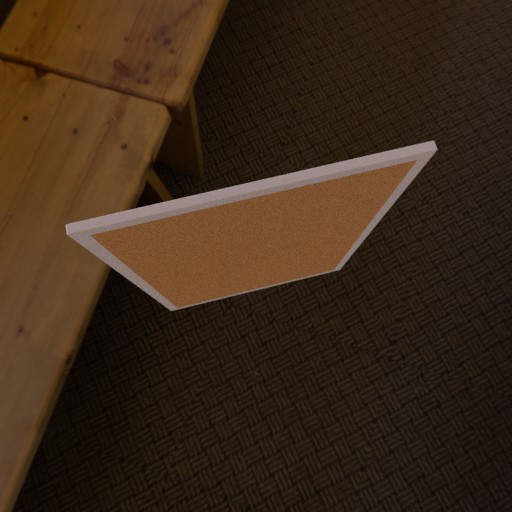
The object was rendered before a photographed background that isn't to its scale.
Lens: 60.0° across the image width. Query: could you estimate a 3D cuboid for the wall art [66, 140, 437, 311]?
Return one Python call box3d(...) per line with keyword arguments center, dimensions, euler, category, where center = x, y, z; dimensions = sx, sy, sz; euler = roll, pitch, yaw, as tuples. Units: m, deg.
box3d(center=(0.000, 0.000, 0.848), dimensions=(0.456, 0.656, 0.013), euler=(-13, 76, -4), category="wall art")
